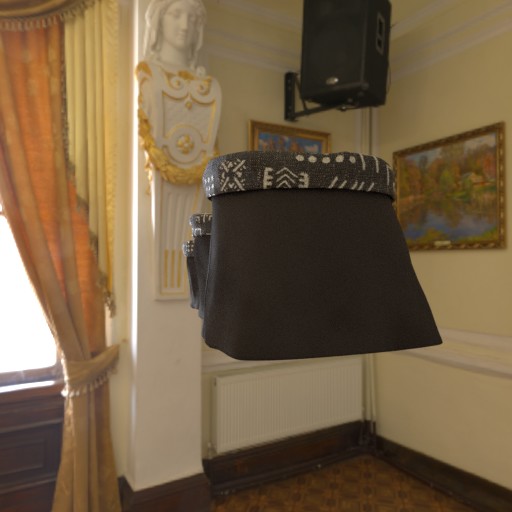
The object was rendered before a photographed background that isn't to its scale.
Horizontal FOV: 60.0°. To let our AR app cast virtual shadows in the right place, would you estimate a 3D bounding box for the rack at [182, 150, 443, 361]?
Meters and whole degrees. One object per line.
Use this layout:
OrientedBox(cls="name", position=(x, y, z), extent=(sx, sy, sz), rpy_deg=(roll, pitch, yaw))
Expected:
OrientedBox(cls="rack", position=(0.000, 0.000, 1.089), extent=(0.379, 0.323, 0.905), rpy_deg=(0, -1, -18))
